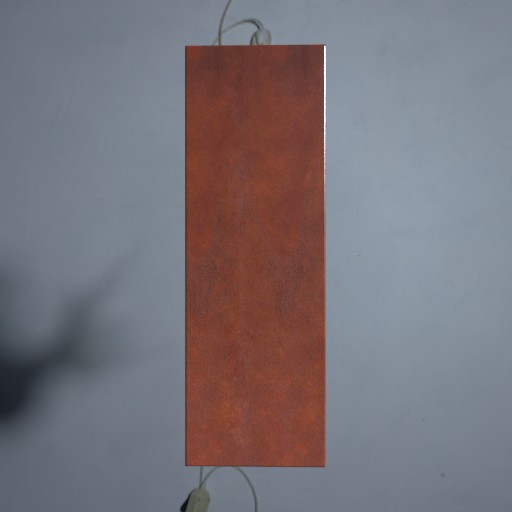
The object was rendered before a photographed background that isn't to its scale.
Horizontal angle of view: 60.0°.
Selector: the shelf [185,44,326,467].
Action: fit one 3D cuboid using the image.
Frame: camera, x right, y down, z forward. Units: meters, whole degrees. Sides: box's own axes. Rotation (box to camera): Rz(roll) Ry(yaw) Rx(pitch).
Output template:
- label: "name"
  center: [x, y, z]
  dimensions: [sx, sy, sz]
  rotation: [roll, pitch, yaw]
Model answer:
- label: "shelf"
  center: [0.000, 0.000, 0.525]
  dimensions: [0.152, 0.088, 0.457]
  rotation: [0, 90, 1]
